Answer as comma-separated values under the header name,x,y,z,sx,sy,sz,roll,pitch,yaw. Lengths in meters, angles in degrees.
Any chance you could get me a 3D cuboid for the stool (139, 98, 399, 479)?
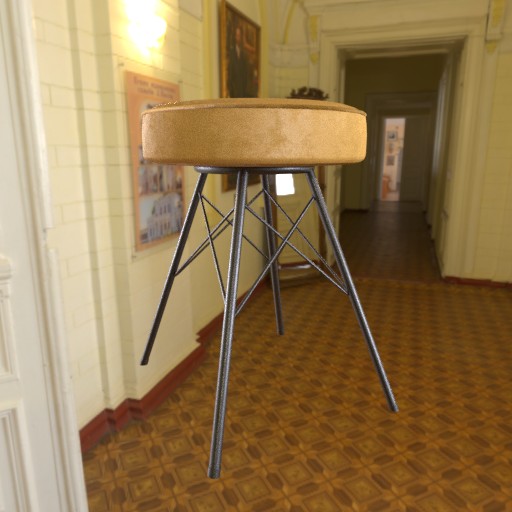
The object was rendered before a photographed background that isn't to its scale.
name,x,y,z,sx,sy,sz,roll,pitch,yaw
stool,0.000,0.000,0.929,0.438,0.595,0.472,-6,15,-26
